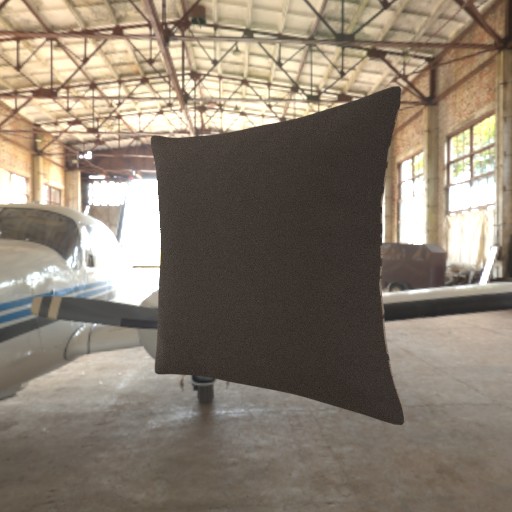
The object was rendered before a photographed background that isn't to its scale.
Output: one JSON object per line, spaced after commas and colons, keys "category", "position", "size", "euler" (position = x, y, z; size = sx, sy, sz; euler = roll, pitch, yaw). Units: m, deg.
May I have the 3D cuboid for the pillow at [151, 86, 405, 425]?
{"category": "pillow", "position": [0.000, 0.000, 0.803], "size": [0.526, 0.507, 0.166], "euler": [0, 1, 34]}
